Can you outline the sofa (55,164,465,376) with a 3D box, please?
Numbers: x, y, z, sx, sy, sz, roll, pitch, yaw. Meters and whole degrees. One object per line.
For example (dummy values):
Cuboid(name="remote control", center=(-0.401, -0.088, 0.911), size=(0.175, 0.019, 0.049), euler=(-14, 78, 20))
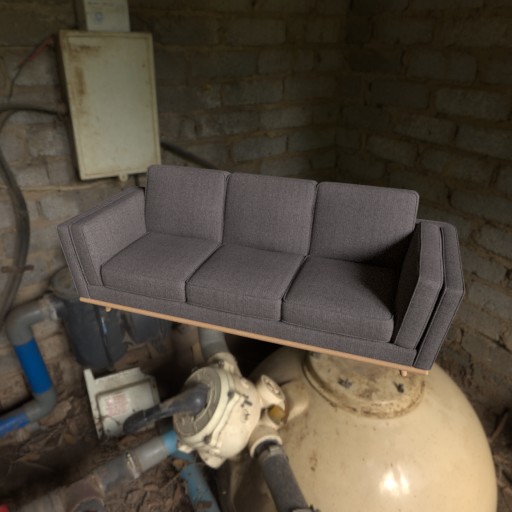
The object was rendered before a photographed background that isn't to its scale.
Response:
Cuboid(name="sofa", center=(0.000, 0.000, 2.863), size=(2.362, 0.899, 0.903), euler=(9, 28, 17))
